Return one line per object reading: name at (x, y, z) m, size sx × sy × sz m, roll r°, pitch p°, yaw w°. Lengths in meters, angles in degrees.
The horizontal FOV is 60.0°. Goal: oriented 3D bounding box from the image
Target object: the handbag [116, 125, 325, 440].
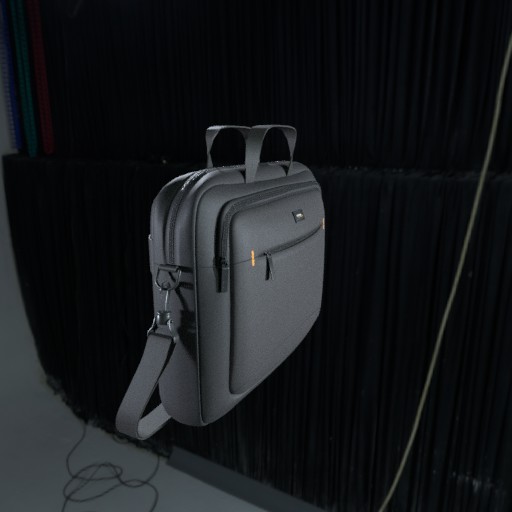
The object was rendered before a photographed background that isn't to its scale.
handbag at (0.000, 0.000, 0.584) m, size 0.126 × 0.330 × 0.429 m, roll 7°, pitch 16°, yaw 26°
